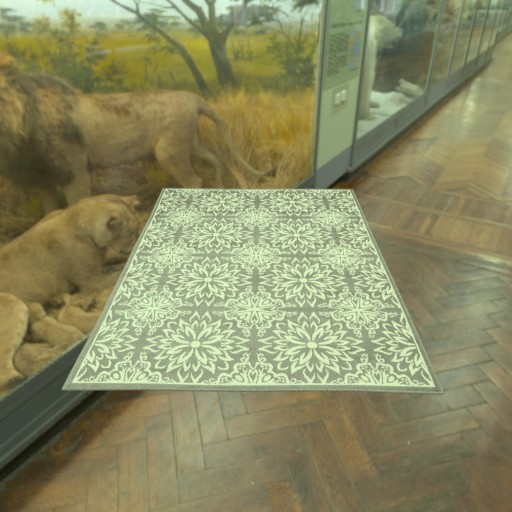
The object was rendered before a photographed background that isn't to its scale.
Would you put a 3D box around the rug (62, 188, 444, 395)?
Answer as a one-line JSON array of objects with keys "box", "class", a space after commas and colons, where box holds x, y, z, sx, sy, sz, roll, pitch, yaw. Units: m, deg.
[{"box": [0.000, 0.000, 2.806, 1.608, 0.014, 2.213, 0, 31, 1], "class": "rug"}]
